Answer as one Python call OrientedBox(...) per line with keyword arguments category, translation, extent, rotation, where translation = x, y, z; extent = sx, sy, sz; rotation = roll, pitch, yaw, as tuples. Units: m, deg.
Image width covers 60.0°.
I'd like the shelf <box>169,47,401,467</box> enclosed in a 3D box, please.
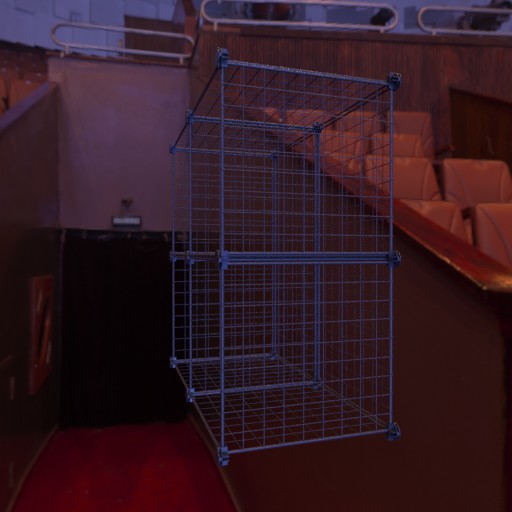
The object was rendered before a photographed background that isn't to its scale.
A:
OrientedBox(category="shelf", translation=(0.000, 0.000, 1.131), extent=(0.356, 0.711, 0.711), rotation=(0, 0, -18))
